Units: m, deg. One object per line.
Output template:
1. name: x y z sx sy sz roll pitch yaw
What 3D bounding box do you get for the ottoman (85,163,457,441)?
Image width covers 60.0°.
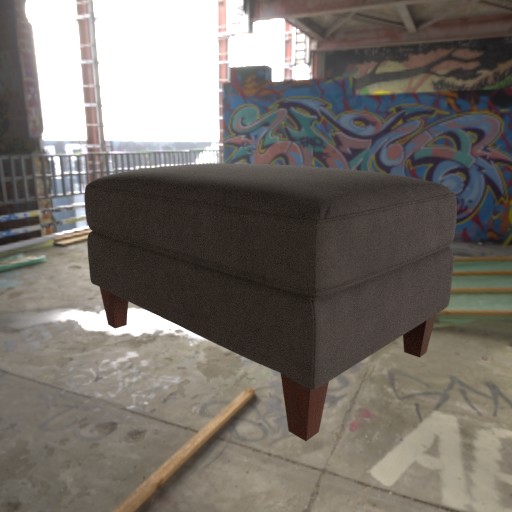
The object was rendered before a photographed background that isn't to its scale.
1. ottoman: 0.000 0.000 1.204 0.864 0.483 0.584 14 20 43
